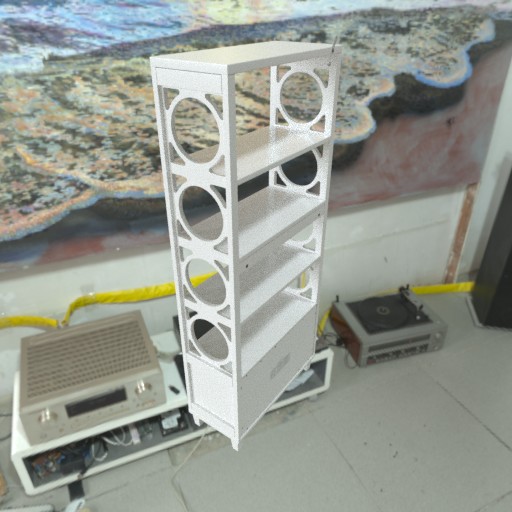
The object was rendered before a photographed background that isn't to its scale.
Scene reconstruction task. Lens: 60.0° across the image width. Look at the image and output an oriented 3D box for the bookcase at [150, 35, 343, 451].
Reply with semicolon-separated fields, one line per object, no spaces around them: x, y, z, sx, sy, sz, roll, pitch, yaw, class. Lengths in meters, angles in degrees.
0.000;0.000;2.112;0.361;1.869;0.761;20;36;30;bookcase
